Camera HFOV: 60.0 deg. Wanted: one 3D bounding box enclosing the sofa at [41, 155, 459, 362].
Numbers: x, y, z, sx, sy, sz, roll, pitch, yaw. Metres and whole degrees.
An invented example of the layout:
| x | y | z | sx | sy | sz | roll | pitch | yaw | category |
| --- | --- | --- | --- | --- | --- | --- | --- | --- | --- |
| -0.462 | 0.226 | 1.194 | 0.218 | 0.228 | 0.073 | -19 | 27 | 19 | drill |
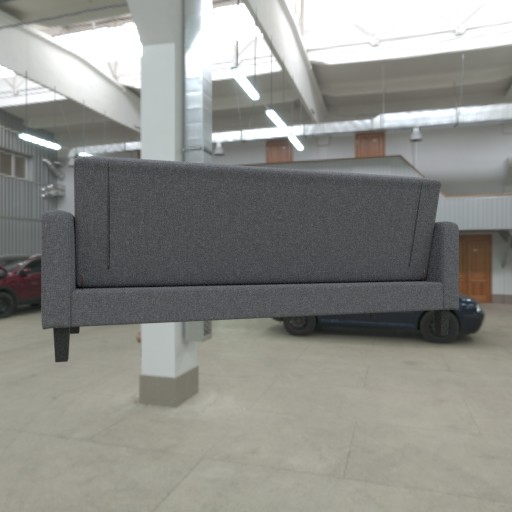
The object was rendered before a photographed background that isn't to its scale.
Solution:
| x | y | z | sx | sy | sz | roll | pitch | yaw | category |
| --- | --- | --- | --- | --- | --- | --- | --- | --- | --- |
| 0.000 | 0.000 | 2.413 | 2.040 | 0.850 | 0.810 | 0 | 0 | -18 | sofa |
